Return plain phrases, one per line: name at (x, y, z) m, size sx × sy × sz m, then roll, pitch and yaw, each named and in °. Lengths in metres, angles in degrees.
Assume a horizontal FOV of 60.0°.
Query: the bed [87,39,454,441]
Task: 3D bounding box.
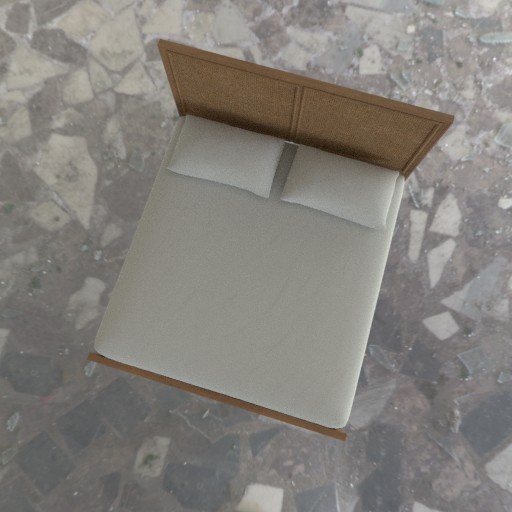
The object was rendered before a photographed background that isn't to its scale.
bed at (0.000, 0.000, 3.339) m, size 2.003 × 1.387 × 2.184 m, roll 16°, pitch 77°, yaw 4°
